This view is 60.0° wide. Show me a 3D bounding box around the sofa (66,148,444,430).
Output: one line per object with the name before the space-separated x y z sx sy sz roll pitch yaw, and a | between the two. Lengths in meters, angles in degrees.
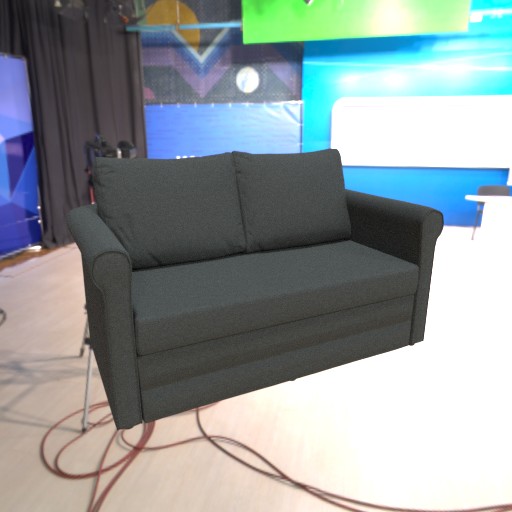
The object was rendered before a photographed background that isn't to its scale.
sofa | 0.000 0.000 1.952 1.460 0.872 0.741 -8 19 -25
